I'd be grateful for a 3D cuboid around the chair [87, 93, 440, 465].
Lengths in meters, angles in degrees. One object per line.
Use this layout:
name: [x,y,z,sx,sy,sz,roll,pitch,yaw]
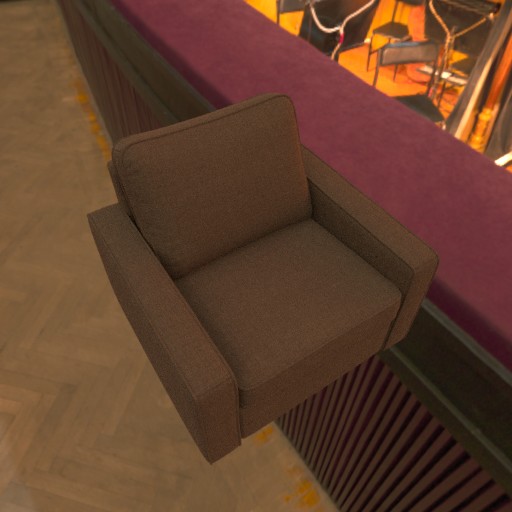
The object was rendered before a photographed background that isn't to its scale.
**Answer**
chair: [0.000,0.000,1.725,1.017,0.919,0.940,-26,53,-21]
